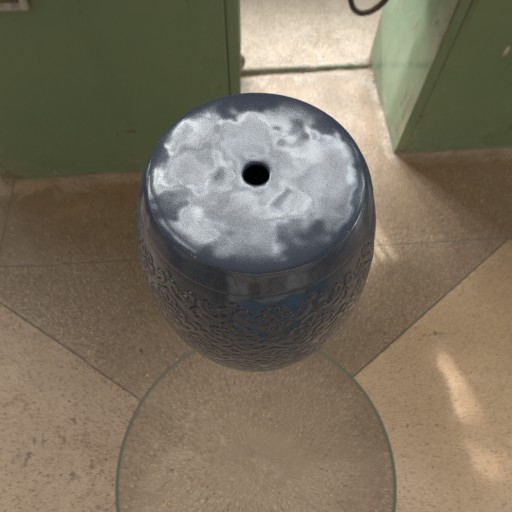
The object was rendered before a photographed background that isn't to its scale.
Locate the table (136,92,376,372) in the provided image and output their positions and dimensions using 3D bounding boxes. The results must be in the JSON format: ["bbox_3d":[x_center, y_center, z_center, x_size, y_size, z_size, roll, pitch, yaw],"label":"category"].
[{"bbox_3d":[0.000,0.000,0.636,0.309,0.397,0.309,0,64,0],"label":"table"}]
